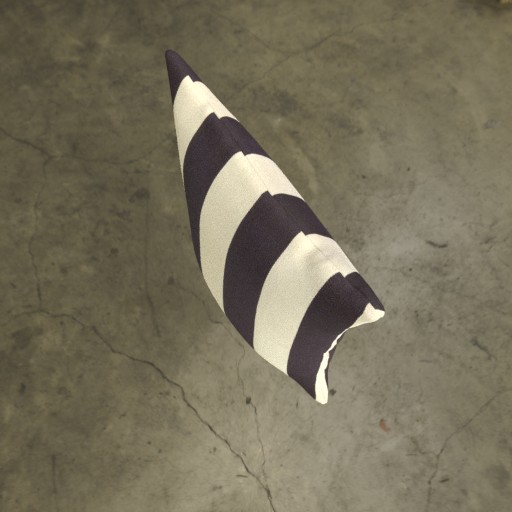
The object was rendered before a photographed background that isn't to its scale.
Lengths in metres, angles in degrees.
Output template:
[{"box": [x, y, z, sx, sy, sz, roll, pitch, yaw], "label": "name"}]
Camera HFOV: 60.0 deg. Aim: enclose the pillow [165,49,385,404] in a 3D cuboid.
[{"box": [0.000, 0.000, 0.819, 0.189, 0.526, 0.536, -30, 67, -14], "label": "pillow"}]
